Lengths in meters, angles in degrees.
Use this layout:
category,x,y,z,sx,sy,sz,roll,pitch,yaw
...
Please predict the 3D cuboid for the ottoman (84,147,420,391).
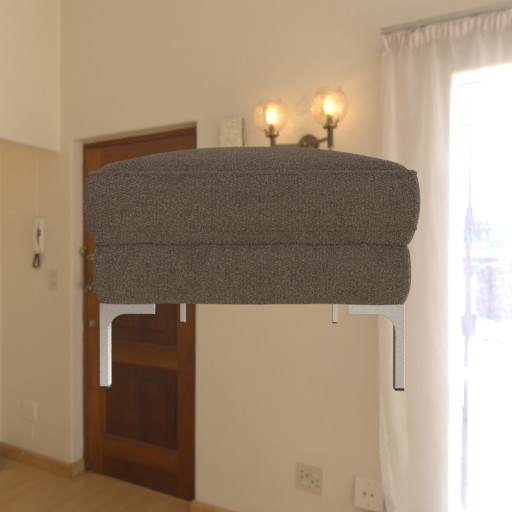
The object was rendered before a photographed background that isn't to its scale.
category,x,y,z,sx,sy,sz,roll,pitch,yaw
ottoman,0.000,0.000,1.151,0.583,0.464,0.785,0,1,1
